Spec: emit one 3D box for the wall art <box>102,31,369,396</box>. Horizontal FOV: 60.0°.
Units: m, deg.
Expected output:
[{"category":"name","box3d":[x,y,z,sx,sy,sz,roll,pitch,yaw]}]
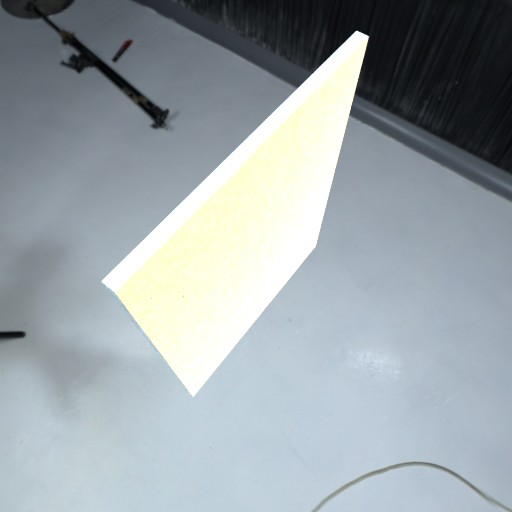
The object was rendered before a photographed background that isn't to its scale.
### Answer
[{"category":"wall art","box3d":[0.000,0.000,0.802,0.020,0.613,0.481,35,68,16]}]
